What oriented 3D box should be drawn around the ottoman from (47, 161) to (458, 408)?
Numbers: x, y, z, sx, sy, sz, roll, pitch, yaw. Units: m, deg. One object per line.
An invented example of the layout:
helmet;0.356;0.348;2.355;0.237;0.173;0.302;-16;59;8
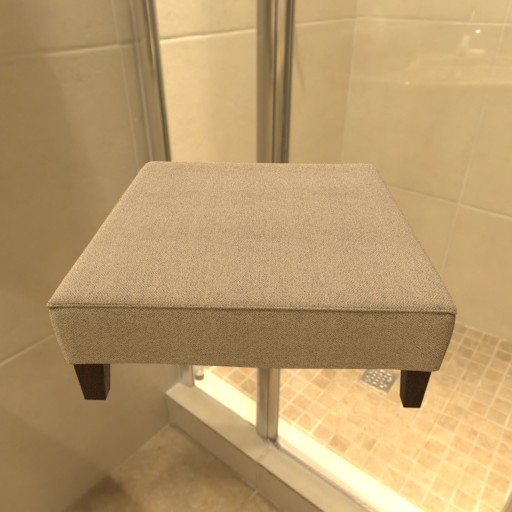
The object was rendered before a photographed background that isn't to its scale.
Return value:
ottoman;0.000;0.000;1.514;0.973;0.381;0.982;1;31;2
